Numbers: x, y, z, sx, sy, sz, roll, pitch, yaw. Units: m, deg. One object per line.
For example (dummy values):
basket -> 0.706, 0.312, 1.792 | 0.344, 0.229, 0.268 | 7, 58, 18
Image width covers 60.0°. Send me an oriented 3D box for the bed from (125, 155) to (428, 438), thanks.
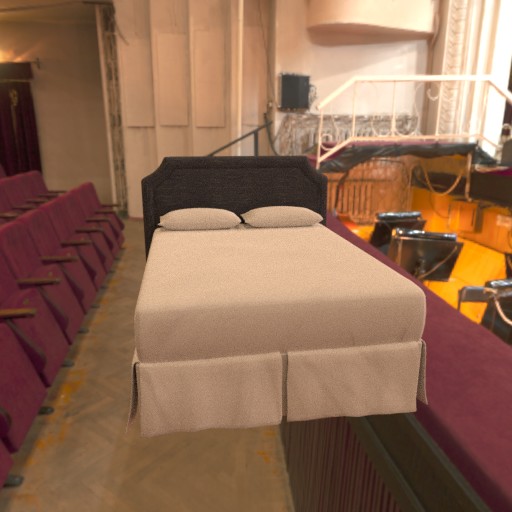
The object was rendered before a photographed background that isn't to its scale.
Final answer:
bed -> 0.000, 0.000, 3.138 | 1.693, 1.290, 2.116 | -3, 16, -9
